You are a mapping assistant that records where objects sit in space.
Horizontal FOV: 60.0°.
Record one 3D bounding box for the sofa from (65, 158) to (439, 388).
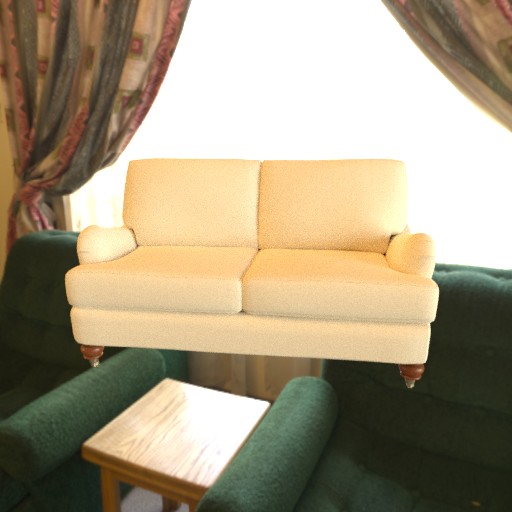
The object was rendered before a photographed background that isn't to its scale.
[{"bbox_3d":[0.000,0.000,2.581,1.853,1.101,1.084,2,14,7],"label":"sofa"}]
